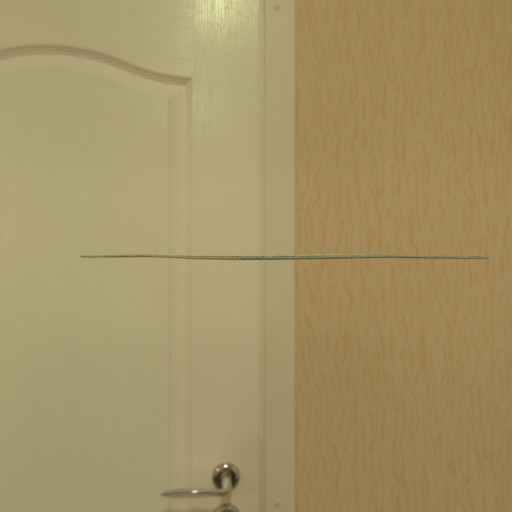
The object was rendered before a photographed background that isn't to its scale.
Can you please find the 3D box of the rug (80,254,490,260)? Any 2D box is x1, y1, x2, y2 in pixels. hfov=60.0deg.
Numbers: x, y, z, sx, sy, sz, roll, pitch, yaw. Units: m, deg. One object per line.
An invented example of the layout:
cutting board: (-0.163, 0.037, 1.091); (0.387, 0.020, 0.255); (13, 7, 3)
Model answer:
rug: (0.000, 0.000, 4.247); (2.461, 0.046, 3.237); (0, 0, -35)
